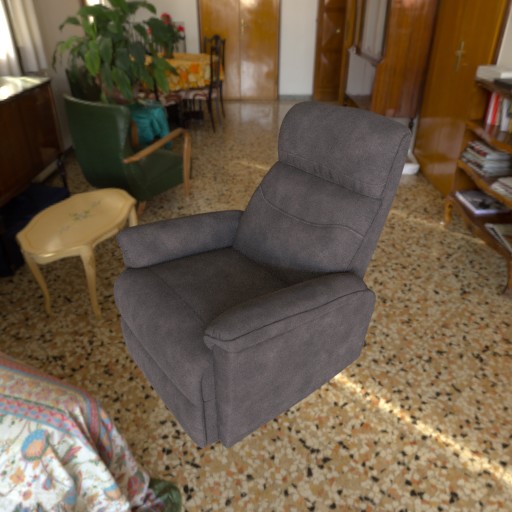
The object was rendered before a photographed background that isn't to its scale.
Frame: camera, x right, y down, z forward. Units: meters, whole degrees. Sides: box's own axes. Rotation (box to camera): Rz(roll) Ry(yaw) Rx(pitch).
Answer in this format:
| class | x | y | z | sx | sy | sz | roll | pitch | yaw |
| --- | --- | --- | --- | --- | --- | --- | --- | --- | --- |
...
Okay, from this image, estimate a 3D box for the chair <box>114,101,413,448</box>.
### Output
| class | x | y | z | sx | sy | sz | roll | pitch | yaw |
| --- | --- | --- | --- | --- | --- | --- | --- | --- | --- |
| chair | 0.000 | 0.000 | 1.743 | 1.009 | 1.035 | 0.830 | -21 | 36 | -31 |
